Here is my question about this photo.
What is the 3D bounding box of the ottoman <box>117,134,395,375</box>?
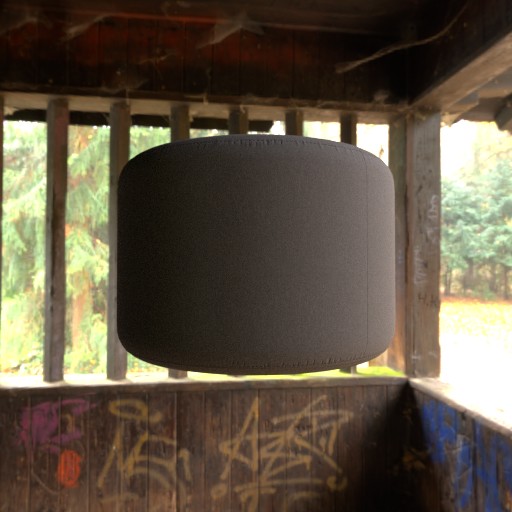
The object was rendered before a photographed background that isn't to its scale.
[{"bbox_3d":[0.000,0.000,1.015,0.608,0.433,0.608,0,-1,0],"label":"ottoman"}]
